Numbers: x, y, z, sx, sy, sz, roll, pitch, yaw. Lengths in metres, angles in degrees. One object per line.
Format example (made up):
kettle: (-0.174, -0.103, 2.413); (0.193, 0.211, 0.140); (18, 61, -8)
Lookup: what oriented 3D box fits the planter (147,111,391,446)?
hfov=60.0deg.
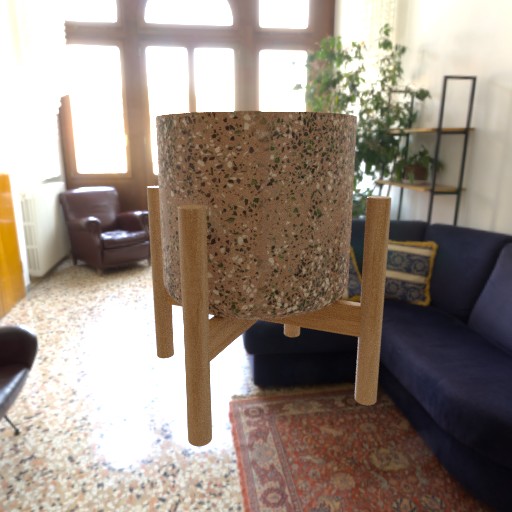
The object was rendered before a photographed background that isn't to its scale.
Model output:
planter: (0.000, 0.000, 0.537); (0.284, 0.320, 0.284); (-13, 19, -42)
